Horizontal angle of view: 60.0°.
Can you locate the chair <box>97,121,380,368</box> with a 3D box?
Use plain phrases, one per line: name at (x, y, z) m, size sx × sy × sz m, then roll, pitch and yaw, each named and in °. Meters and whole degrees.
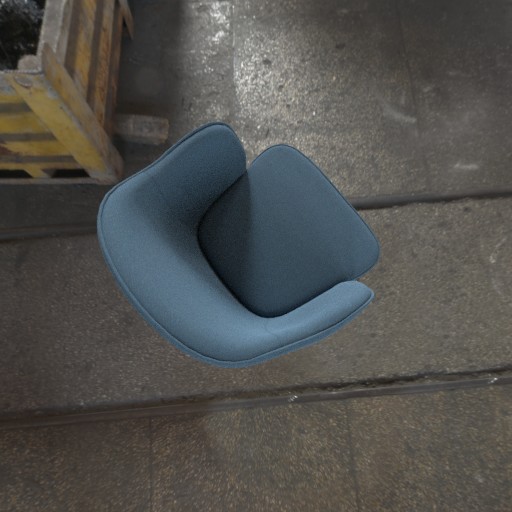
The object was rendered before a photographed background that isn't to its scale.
chair at (0.000, 0.000, 1.212) m, size 0.585 × 0.815 × 0.570 m, roll -37°, pitch 78°, yaw -9°
